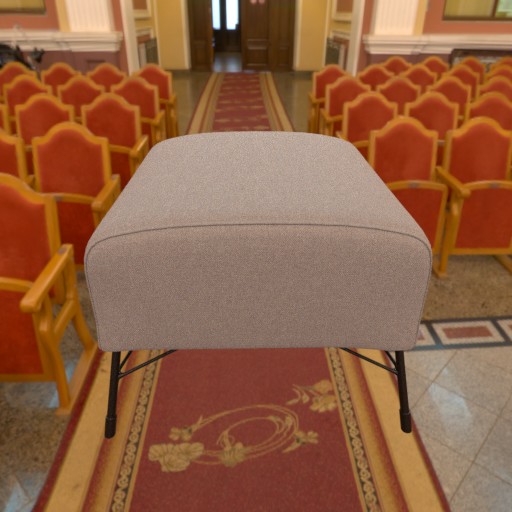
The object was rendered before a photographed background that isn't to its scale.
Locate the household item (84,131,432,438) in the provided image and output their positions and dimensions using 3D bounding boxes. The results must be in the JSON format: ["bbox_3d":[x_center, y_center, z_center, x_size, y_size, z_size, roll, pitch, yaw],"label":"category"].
[{"bbox_3d":[0.000,0.000,0.890,0.530,0.410,0.530,-1,29,-1],"label":"household item"}]
